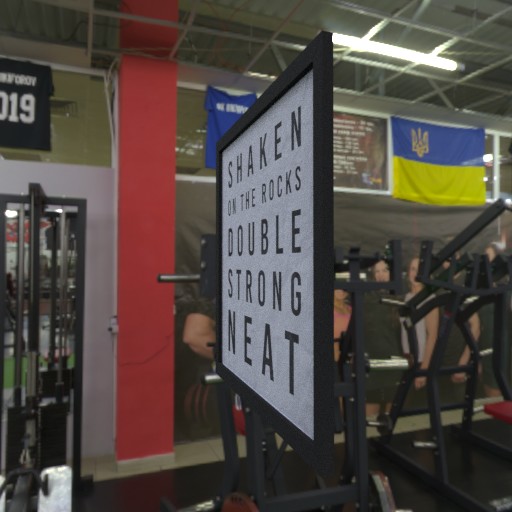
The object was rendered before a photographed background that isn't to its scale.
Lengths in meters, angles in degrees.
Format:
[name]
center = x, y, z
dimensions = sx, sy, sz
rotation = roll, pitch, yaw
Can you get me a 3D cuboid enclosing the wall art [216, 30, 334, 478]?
[wall art]
center = 0.000, 0.000, 0.670
dimensions = 0.013, 0.458, 0.456
rotation = 0, -1, -19
